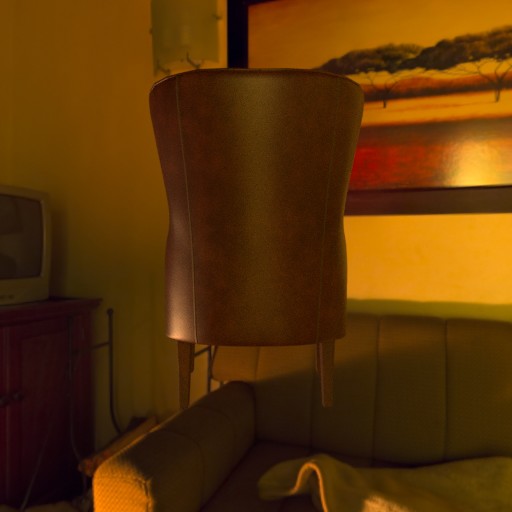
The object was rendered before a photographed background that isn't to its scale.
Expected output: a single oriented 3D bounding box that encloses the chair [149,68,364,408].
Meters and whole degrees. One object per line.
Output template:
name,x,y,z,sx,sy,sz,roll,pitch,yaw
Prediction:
chair,0.000,0.000,1.642,0.692,1.048,0.914,0,-1,-1
